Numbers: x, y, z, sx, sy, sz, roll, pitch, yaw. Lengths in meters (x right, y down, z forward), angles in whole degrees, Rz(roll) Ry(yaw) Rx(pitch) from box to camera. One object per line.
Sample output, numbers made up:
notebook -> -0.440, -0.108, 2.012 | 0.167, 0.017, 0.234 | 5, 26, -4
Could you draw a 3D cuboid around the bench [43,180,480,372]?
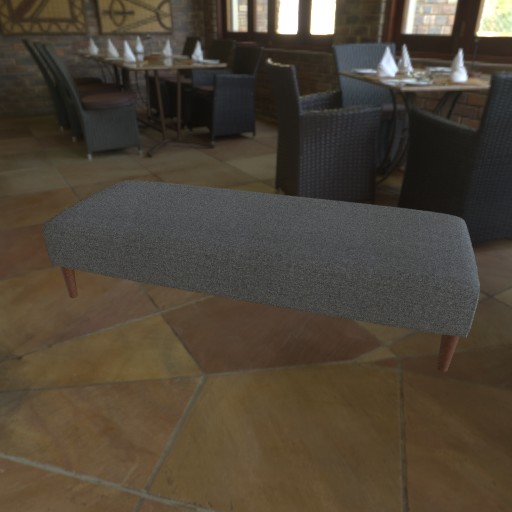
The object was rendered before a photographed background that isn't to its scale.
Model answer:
bench -> 0.000, 0.000, 1.846 | 1.598, 0.384, 0.631 | 8, 29, 16
